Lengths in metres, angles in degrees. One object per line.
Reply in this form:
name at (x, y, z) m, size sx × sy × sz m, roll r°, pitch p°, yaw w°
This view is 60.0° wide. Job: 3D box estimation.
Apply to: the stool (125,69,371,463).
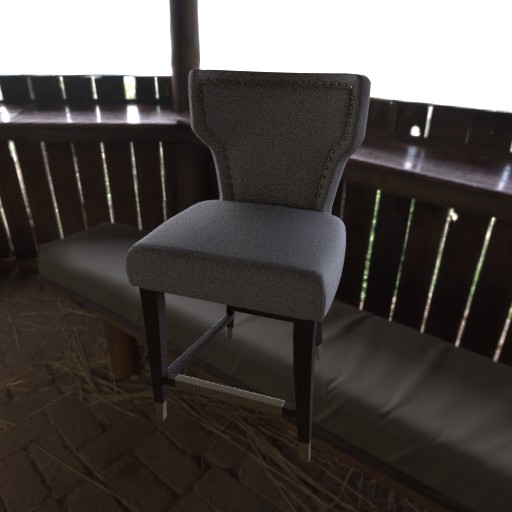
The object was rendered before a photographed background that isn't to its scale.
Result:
stool at (0.000, 0.000, 1.303) m, size 0.527 × 0.982 × 0.563 m, roll 9°, pitch 28°, yaw 17°
